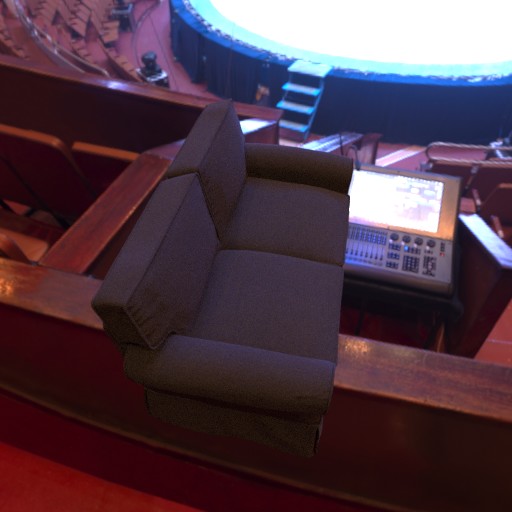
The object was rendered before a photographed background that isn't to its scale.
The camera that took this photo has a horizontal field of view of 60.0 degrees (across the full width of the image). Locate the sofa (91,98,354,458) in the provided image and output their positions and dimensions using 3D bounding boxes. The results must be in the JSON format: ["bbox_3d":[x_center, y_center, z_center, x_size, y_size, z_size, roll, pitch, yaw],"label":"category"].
[{"bbox_3d":[0.000,0.000,2.469,0.997,1.059,1.801,8,46,8],"label":"sofa"}]
